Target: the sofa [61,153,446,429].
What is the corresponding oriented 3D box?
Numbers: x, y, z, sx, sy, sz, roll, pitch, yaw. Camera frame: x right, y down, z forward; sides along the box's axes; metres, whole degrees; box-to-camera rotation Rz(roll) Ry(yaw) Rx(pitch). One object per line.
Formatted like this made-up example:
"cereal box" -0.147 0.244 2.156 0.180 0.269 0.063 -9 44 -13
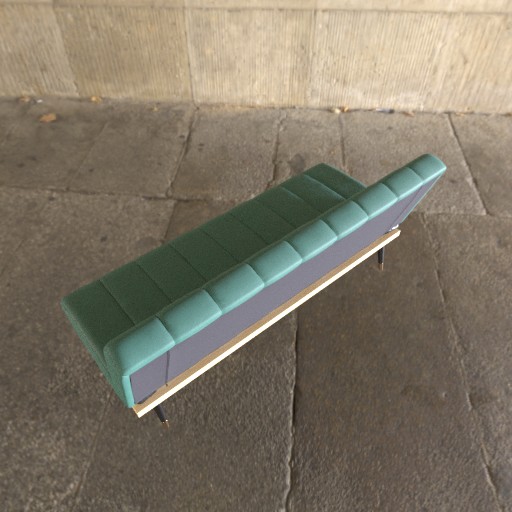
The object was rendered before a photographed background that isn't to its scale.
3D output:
"sofa" 0.000 0.000 2.292 1.810 0.820 0.830 -31 53 -26
